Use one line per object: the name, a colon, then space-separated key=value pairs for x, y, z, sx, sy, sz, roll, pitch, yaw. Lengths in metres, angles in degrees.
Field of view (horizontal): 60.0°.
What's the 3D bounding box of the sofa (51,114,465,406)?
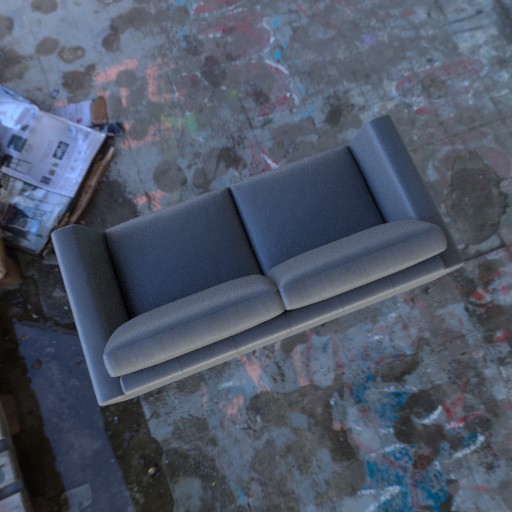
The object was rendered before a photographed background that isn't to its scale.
sofa: x=0.000 y=0.000 z=2.502 sx=2.017 sy=0.875 sz=0.953 roll=-20 pitch=77 yaw=-5
